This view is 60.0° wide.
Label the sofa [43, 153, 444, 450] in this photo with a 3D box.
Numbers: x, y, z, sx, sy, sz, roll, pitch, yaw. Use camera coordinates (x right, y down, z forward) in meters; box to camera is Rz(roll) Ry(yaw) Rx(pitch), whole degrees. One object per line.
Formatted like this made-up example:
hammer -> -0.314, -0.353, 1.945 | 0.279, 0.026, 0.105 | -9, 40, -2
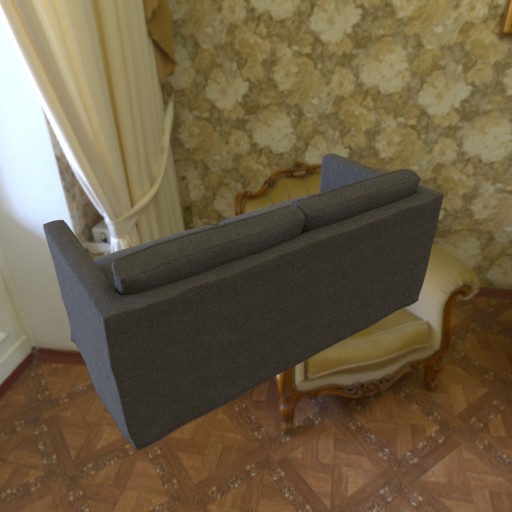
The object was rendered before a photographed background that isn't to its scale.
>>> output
sofa -> 0.000, 0.000, 2.486 | 1.982, 0.855, 0.953 | -20, 36, -30
